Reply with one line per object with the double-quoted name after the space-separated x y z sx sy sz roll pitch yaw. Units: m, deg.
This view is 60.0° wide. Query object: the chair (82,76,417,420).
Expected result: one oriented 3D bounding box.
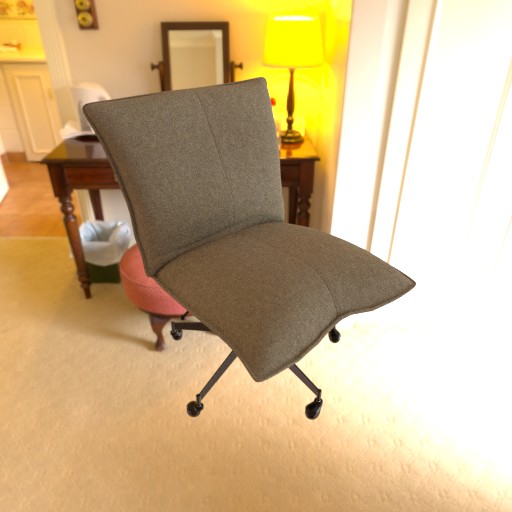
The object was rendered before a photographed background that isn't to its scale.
0.000 0.000 1.245 0.597 0.811 0.696 -22 37 -32 "chair"
